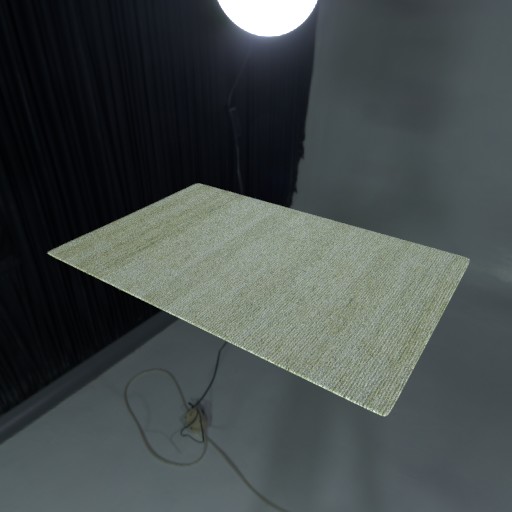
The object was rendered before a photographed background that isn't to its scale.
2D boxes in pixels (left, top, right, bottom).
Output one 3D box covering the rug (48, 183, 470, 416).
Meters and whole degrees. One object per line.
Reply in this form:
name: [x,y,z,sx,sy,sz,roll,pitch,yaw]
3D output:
rug: [0.000,0.000,2.183,1.758,0.010,1.143,19,36,29]
